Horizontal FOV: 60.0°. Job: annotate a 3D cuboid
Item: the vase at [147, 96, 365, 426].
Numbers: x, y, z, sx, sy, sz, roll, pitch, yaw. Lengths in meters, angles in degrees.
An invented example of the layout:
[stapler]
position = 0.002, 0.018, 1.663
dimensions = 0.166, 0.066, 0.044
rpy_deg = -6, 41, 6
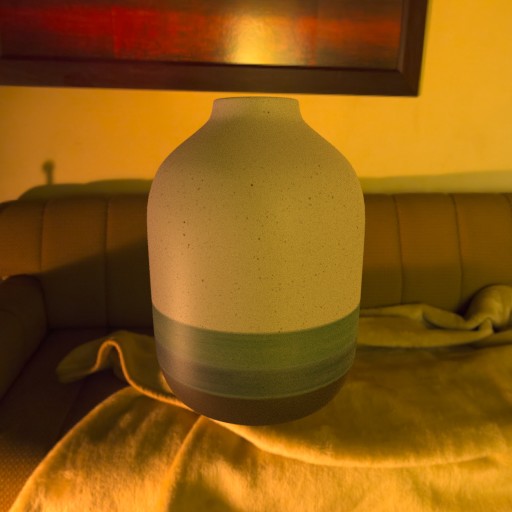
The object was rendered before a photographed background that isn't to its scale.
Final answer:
[vase]
position = 0.000, 0.000, 0.361
dimensions = 0.169, 0.240, 0.169
rpy_deg = 0, 15, 0
